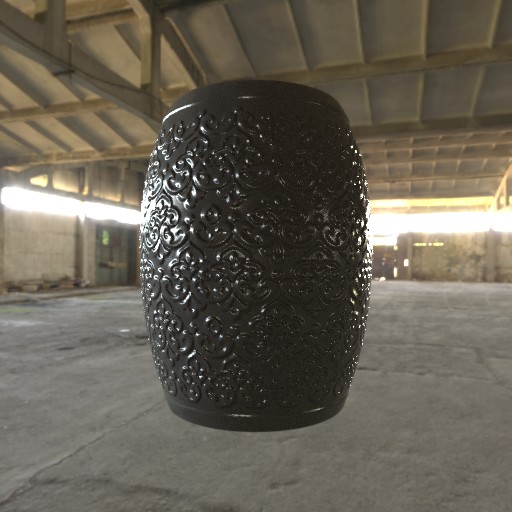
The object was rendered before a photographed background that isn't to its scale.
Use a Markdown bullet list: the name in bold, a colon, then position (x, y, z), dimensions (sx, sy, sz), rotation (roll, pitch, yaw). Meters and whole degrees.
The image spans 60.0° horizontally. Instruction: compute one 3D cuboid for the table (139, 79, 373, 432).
- **table**: position (0.000, 0.000, 0.607), dimensions (0.309, 0.397, 0.309), rotation (0, -1, 0)
